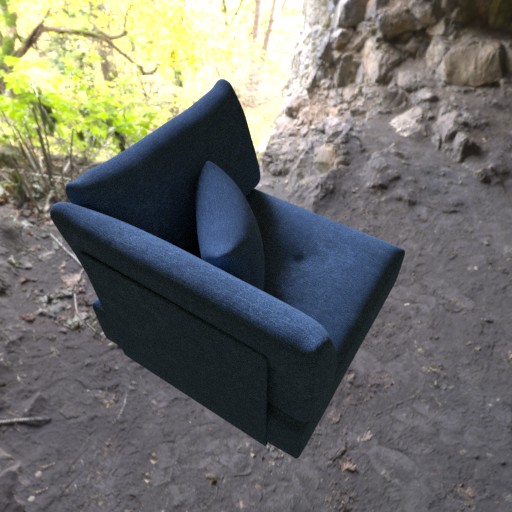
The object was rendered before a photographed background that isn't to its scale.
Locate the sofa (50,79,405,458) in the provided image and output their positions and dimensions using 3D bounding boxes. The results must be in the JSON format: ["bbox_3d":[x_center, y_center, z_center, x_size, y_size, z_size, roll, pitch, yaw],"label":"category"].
[{"bbox_3d":[0.000,0.000,1.745,1.000,0.820,1.000,25,52,21],"label":"sofa"}]
